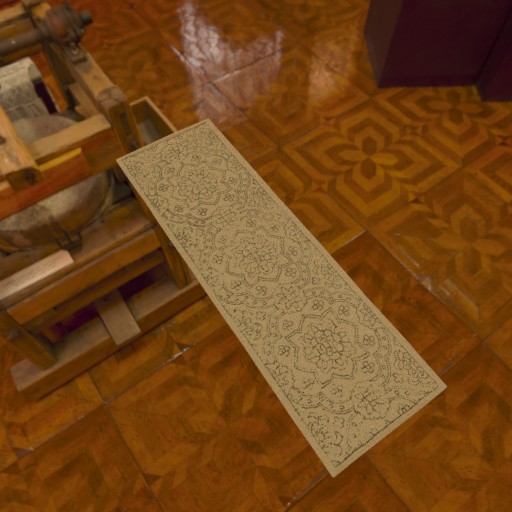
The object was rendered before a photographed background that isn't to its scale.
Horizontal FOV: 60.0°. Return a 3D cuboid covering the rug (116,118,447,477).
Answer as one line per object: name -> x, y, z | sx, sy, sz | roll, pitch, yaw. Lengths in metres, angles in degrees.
rug -> 0.000, 0.000, 2.728 | 0.769, 0.012, 2.448 | -30, 63, -17
